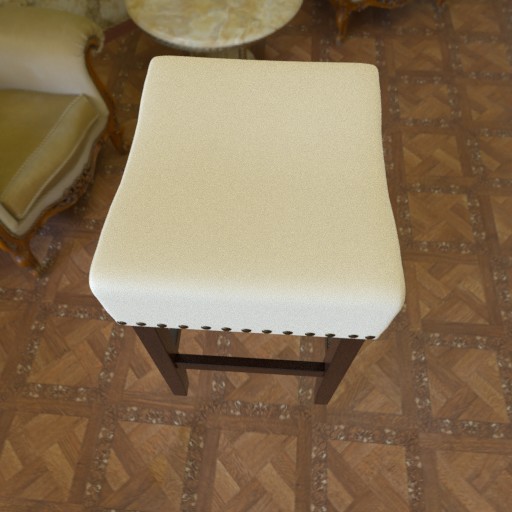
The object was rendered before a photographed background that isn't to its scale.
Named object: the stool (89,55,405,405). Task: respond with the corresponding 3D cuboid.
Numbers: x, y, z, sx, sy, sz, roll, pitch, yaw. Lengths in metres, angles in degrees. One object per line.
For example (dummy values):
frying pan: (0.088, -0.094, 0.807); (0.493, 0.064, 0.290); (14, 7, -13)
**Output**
stool: (0.000, 0.000, 0.913); (0.401, 0.609, 0.471); (3, 59, 2)
